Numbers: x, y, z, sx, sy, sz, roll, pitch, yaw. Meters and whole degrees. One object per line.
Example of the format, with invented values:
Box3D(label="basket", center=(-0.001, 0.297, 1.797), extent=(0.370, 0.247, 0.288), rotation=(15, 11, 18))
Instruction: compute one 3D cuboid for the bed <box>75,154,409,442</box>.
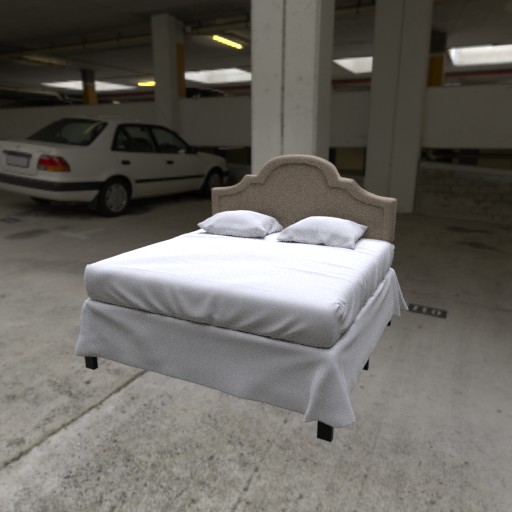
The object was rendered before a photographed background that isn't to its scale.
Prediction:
Box3D(label="bed", center=(0.000, 0.000, 3.770), extent=(2.303, 1.631, 2.222), rotation=(7, 16, 26))
